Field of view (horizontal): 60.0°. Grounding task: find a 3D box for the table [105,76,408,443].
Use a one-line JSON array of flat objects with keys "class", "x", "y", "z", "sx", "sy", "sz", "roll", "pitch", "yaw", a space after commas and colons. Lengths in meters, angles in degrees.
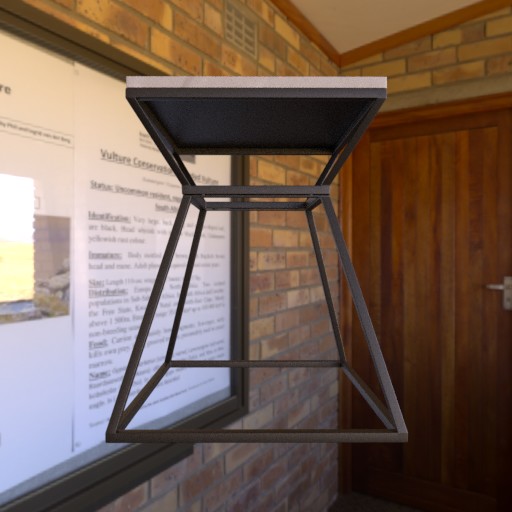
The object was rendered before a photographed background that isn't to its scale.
[{"class": "table", "x": 0.000, "y": 0.000, "z": 0.890, "sx": 0.455, "sy": 0.559, "sz": 0.455, "roll": 0, "pitch": 0, "yaw": 0}]
